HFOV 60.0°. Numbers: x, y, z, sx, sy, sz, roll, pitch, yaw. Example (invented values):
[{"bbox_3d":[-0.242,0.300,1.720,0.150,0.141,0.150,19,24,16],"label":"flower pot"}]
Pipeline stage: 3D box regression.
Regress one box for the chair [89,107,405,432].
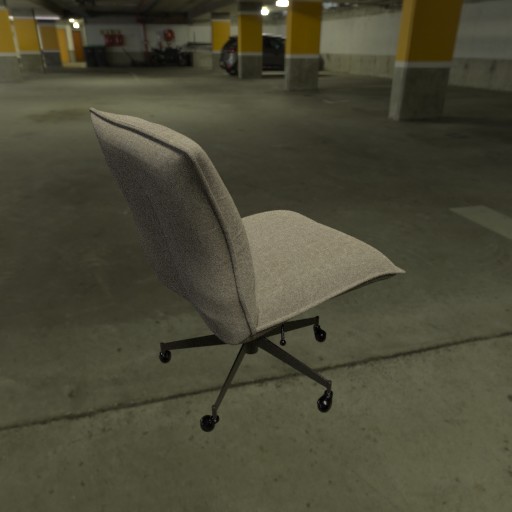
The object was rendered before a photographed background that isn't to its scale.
[{"bbox_3d":[0.000,0.000,1.287,0.696,0.811,0.597,-16,30,-30],"label":"chair"}]
